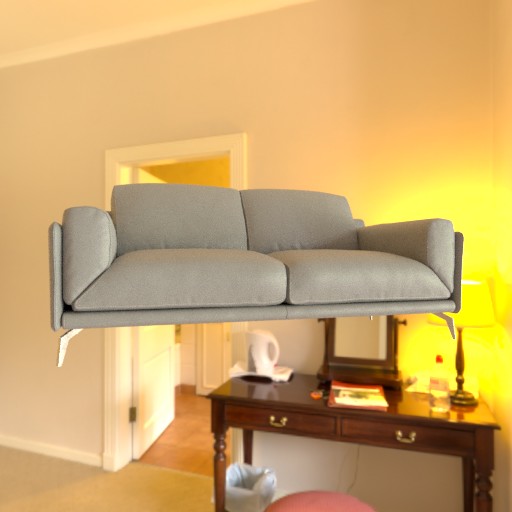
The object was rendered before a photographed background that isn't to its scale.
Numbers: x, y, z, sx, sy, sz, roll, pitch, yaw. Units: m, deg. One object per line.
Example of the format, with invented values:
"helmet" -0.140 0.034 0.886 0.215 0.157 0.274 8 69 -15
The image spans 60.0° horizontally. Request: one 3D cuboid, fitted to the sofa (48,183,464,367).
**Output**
"sofa" 0.000 0.000 2.595 2.101 0.930 1.049 0 0 -18
